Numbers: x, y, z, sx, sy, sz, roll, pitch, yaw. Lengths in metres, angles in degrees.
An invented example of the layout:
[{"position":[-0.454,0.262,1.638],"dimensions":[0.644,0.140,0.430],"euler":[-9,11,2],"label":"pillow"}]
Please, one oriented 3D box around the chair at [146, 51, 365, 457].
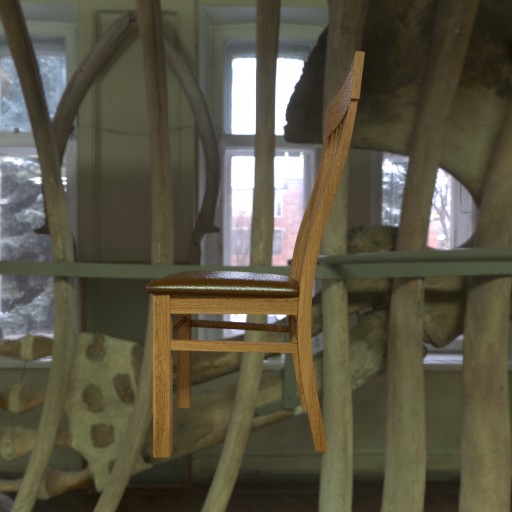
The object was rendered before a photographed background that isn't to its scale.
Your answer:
[{"position":[0.000,0.000,1.360],"dimensions":[0.580,1.050,0.450],"euler":[0,0,0],"label":"chair"}]
